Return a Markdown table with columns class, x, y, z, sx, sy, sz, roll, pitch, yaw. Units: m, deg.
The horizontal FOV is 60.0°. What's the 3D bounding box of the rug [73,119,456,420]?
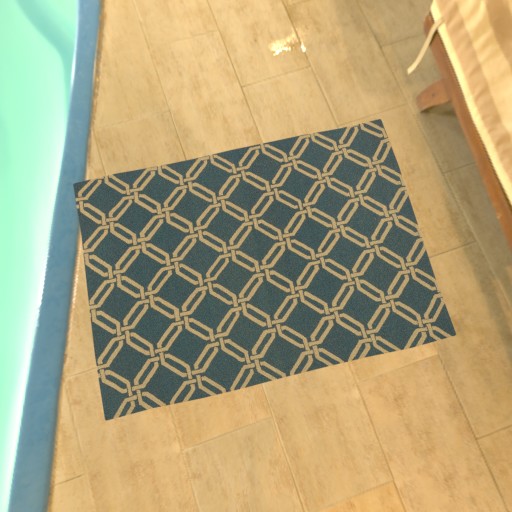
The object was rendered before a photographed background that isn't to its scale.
| class | x | y | z | sx | sy | sz | roll | pitch | yaw |
| --- | --- | --- | --- | --- | --- | --- | --- | --- | --- |
| rug | 0.000 | 0.000 | 2.783 | 2.135 | 0.013 | 1.524 | -13 | 75 | -3 |
